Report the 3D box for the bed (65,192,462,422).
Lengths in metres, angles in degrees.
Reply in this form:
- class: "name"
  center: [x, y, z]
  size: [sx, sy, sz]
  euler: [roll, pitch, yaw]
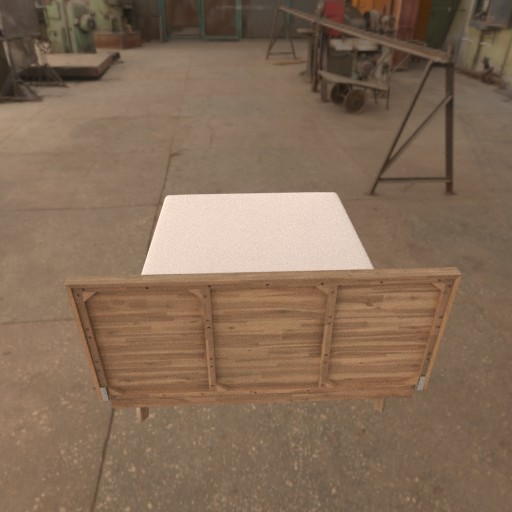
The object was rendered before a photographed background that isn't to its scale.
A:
- class: "bed"
  center: [0.000, 0.000, 3.143]
  size: [1.759, 1.071, 2.145]
  euler: [-1, 32, -2]
